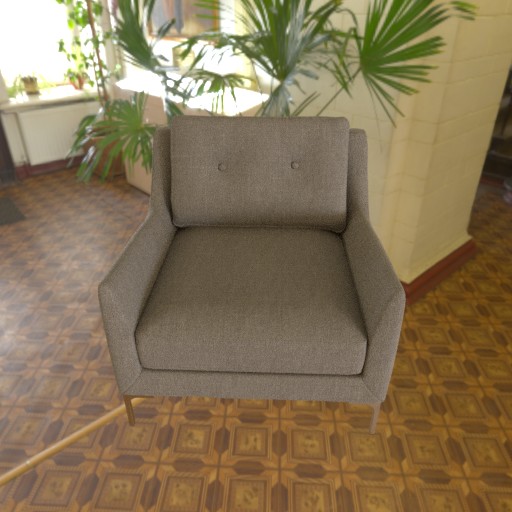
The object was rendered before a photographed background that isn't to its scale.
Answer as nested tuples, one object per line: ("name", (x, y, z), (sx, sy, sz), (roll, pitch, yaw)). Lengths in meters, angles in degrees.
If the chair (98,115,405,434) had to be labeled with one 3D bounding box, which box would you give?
("chair", (0.000, 0.000, 1.569), (0.847, 0.828, 0.849), (1, 31, 2))
